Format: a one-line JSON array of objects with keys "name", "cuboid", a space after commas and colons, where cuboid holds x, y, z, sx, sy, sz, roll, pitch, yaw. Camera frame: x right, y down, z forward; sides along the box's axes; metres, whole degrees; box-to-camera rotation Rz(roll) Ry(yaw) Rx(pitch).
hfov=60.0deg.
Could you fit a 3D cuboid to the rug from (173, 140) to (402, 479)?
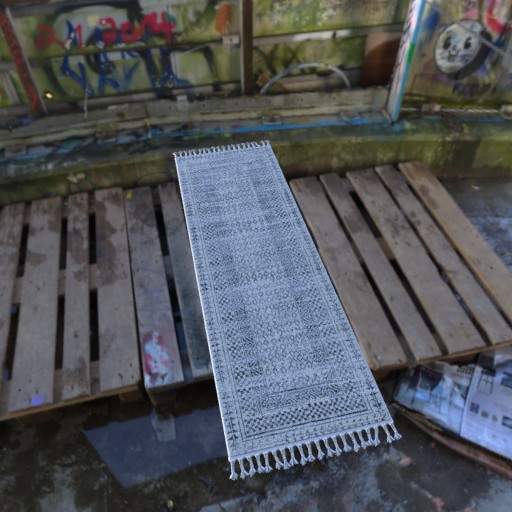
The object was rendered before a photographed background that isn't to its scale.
[{"name": "rug", "cuboid": [0.000, 0.000, 2.732, 0.786, 0.013, 2.480, -10, 48, -9]}]
